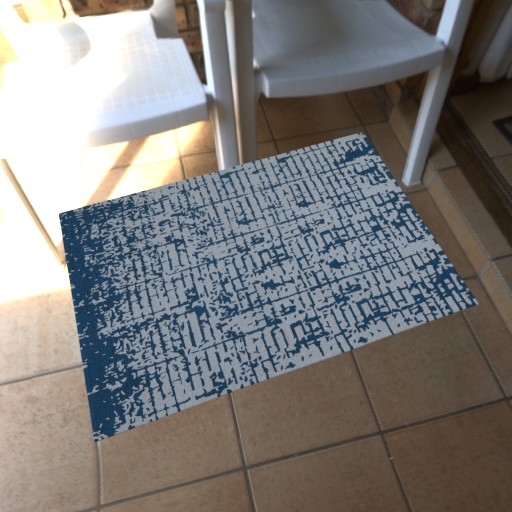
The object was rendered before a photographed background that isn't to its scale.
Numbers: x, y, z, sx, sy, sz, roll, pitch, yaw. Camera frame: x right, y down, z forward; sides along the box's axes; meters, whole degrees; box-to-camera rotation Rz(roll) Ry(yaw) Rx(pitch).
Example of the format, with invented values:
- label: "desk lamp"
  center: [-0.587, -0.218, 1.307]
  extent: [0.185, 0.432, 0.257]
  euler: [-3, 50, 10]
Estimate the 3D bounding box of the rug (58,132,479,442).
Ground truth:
- label: "rug"
  center: [0.000, 0.000, 2.251]
  extent: [1.828, 0.007, 1.220]
  euler: [-17, 61, -10]
